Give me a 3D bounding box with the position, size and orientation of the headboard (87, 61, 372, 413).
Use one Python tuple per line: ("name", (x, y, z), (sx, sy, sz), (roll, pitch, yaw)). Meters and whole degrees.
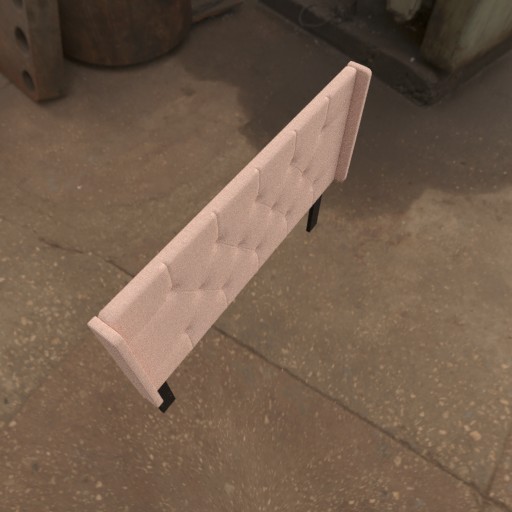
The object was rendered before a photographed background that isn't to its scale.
("headboard", (0.000, 0.000, 2.750), (0.184, 1.524, 2.051), (31, 62, 19))
